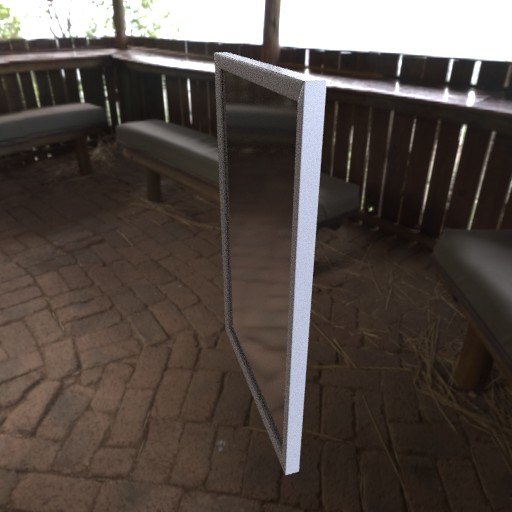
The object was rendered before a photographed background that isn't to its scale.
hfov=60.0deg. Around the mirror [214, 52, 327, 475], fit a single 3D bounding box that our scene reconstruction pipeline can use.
[{"bbox_3d":[0.000,0.000,1.140,0.041,0.914,0.609,-9,30,-15],"label":"mirror"}]
